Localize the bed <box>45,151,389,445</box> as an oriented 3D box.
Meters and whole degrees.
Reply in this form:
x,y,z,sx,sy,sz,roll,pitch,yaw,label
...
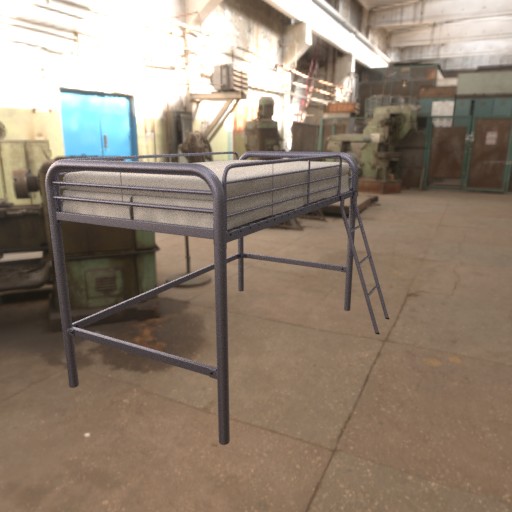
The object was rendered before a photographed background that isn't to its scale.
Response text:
x,y,z,sx,sy,sz,roll,pitch,yaw,label
0.000,0.000,2.908,1.415,1.288,1.965,8,17,28,bed
